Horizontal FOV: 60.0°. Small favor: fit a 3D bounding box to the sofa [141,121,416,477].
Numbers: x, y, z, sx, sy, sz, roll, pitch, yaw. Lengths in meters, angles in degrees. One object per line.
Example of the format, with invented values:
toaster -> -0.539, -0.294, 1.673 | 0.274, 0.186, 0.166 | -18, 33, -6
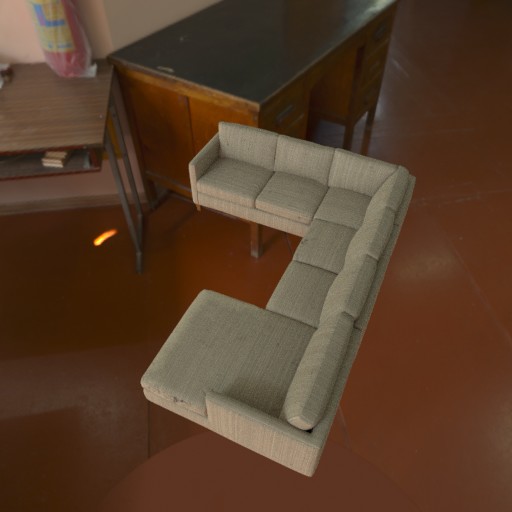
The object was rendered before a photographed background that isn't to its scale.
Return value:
sofa -> 0.000, 0.000, 4.674 | 2.594, 0.961, 3.460 | 19, 50, 16
